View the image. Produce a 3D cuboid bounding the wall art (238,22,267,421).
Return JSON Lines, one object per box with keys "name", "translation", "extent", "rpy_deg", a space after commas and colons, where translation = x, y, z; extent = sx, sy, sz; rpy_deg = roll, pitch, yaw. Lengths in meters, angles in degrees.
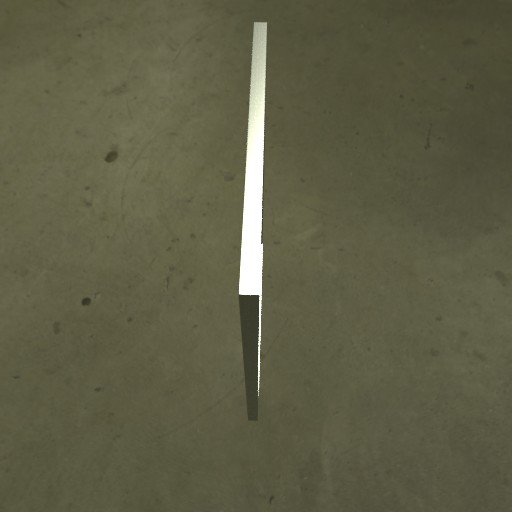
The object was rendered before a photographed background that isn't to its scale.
{"name": "wall art", "translation": [0.000, 0.000, 1.416], "extent": [0.037, 1.062, 0.801], "rpy_deg": [1, 59, 1]}
